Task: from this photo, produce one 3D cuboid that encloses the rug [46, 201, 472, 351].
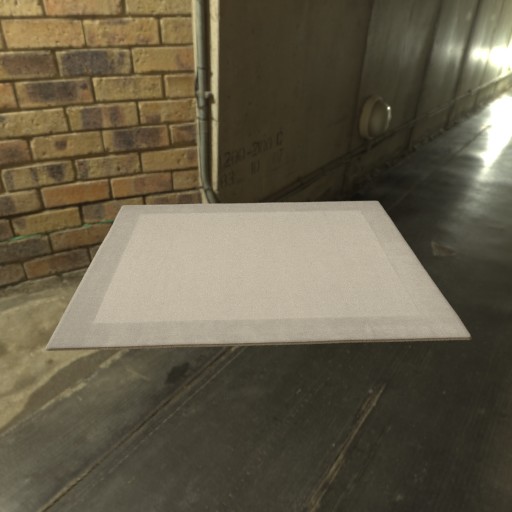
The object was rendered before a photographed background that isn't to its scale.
[{"bbox_3d":[0.000,0.000,4.101,2.976,0.018,2.430,-1,30,-2],"label":"rug"}]
